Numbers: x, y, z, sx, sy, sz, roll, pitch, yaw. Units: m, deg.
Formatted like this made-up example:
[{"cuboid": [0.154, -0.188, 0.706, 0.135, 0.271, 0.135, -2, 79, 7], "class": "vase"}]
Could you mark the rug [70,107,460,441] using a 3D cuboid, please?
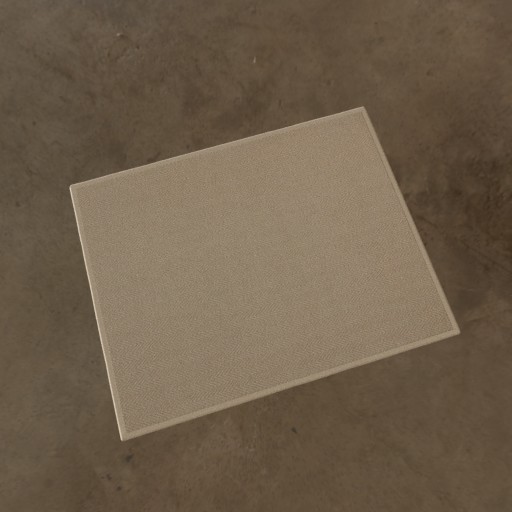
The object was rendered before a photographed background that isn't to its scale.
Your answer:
[{"cuboid": [0.000, 0.000, 4.098, 3.051, 0.020, 2.407, -16, 75, -5], "class": "rug"}]
